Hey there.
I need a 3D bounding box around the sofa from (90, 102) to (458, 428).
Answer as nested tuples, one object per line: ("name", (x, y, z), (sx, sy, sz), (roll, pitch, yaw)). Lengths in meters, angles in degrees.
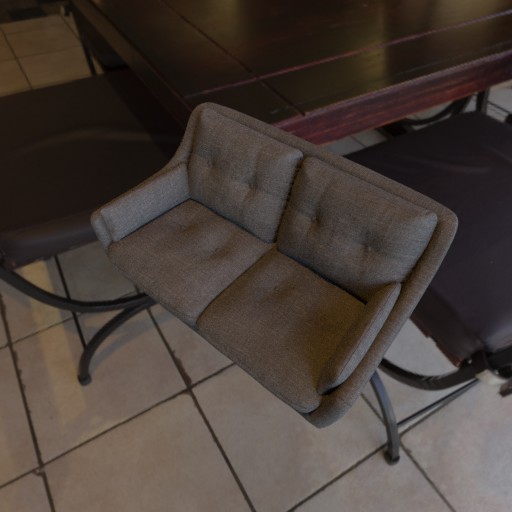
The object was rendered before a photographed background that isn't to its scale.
("sofa", (0.000, 0.000, 2.301), (1.646, 0.887, 0.976), (32, 55, 26))
